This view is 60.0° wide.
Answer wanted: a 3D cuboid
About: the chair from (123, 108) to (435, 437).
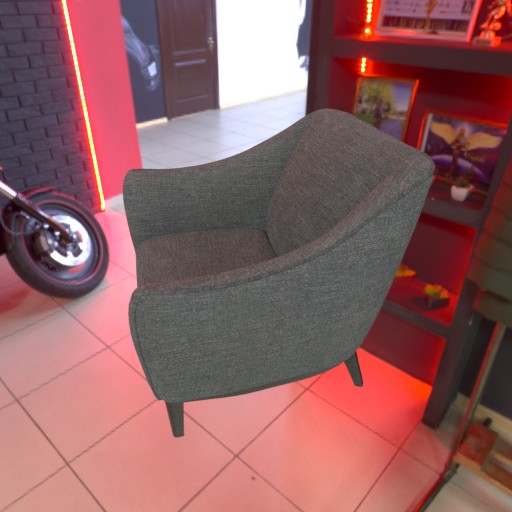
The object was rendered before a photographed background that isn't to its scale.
[{"bbox_3d":[0.000,0.000,1.538,0.851,0.829,0.870,-8,32,-13],"label":"chair"}]
